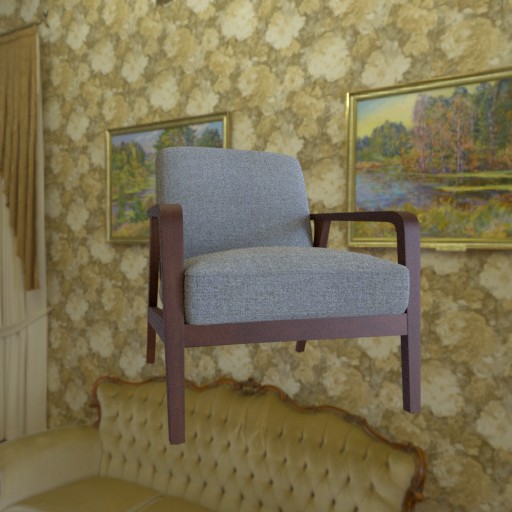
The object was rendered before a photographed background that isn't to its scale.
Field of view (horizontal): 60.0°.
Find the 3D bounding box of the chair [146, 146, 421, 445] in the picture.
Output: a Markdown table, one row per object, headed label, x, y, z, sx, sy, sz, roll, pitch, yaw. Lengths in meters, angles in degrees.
| label | x | y | z | sx | sy | sz | roll | pitch | yaw |
| --- | --- | --- | --- | --- | --- | --- | --- | --- | --- |
| chair | 0.000 | 0.000 | 1.485 | 0.704 | 0.847 | 0.858 | 0 | 1 | -18 |
